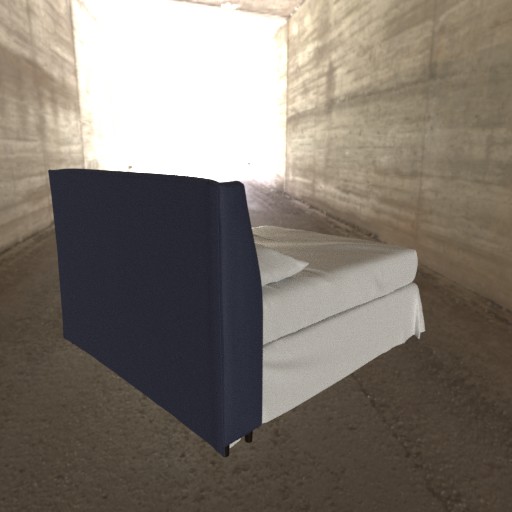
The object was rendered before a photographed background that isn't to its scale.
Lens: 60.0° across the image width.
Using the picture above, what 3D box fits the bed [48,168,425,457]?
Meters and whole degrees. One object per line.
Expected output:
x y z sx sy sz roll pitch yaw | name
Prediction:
0.000 0.000 3.360 2.276 1.332 1.925 -13 18 -43 | bed
